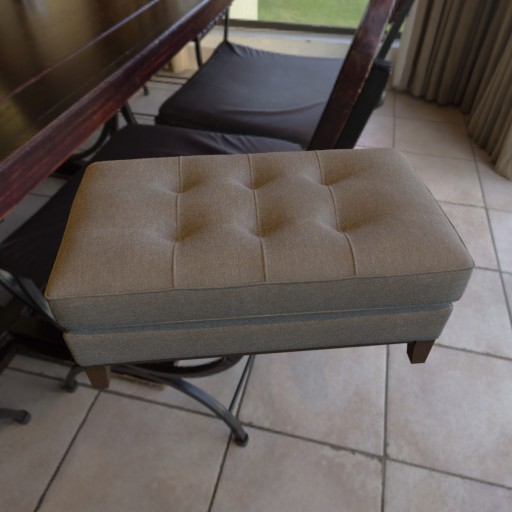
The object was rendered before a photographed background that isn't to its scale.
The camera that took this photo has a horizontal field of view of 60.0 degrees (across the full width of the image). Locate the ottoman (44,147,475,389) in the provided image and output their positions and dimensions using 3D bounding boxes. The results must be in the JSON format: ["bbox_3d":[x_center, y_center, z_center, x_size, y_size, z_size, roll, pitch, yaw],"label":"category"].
[{"bbox_3d":[0.000,0.000,1.489,1.143,0.514,0.648,-4,44,-4],"label":"ottoman"}]
